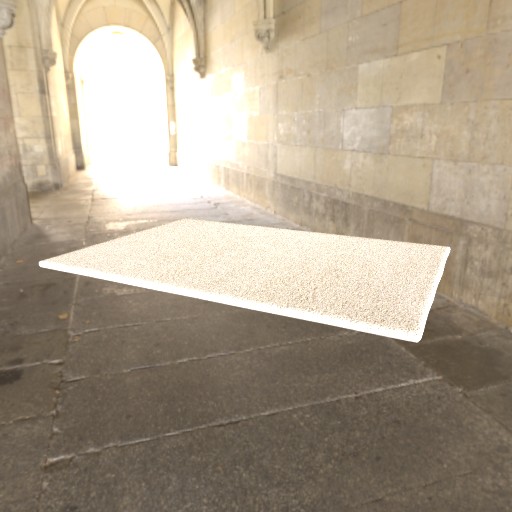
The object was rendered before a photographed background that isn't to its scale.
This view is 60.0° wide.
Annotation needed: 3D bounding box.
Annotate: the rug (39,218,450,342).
[{"bbox_3d":[0.000,0.000,2.302,1.778,0.030,1.219,8,18,26],"label":"rug"}]
